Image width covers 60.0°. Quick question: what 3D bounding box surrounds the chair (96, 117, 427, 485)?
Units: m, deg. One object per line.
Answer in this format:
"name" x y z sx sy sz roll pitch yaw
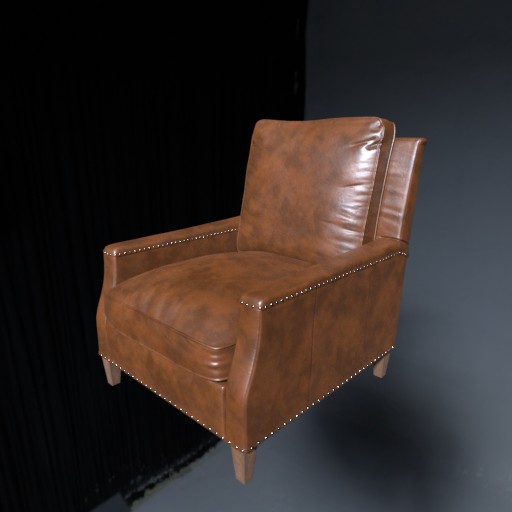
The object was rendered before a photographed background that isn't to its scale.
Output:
"chair" 0.000 0.000 1.749 0.854 1.054 1.035 14 21 42
